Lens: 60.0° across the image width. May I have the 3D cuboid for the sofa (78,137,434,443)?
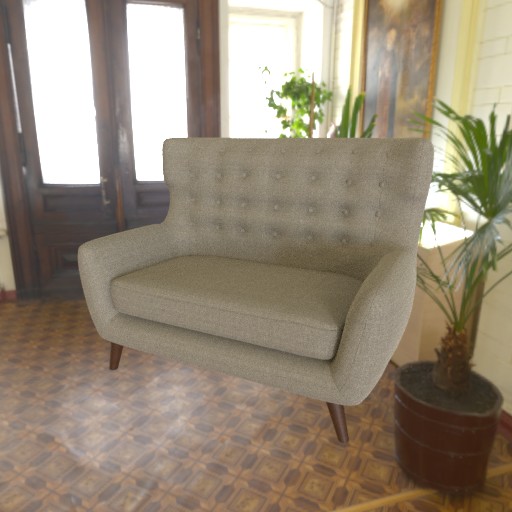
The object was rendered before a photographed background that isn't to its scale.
[{"bbox_3d":[0.000,0.000,1.990,1.386,1.028,0.884,8,17,26],"label":"sofa"}]
